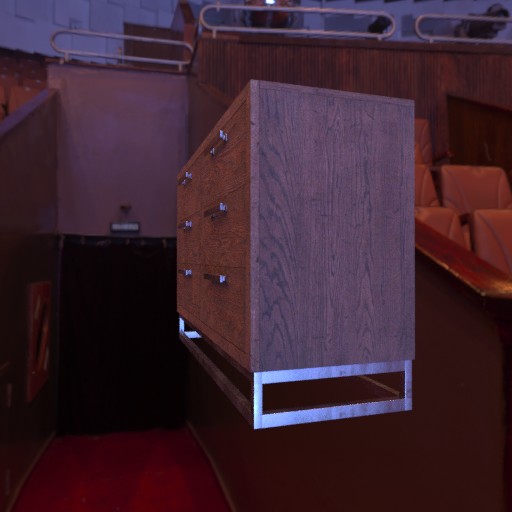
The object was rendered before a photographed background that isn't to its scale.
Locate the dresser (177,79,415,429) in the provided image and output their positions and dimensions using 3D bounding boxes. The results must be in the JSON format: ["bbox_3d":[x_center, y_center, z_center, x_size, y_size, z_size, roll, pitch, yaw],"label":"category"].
[{"bbox_3d":[0.000,0.000,2.207,0.623,1.061,1.646,0,0,-18],"label":"dresser"}]
